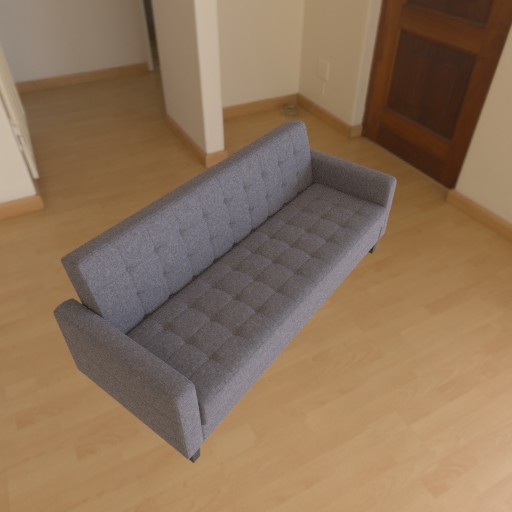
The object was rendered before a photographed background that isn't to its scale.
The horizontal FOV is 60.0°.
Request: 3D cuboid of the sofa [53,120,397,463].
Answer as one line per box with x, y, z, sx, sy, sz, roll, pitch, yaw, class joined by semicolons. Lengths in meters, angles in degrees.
0.000;0.000;2.532;0.810;0.850;2.040;26;47;27;sofa
